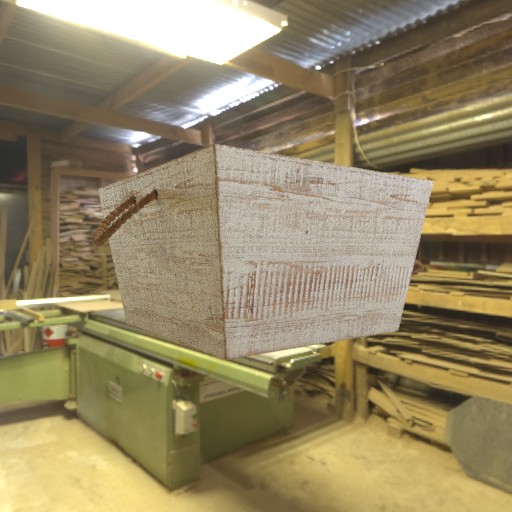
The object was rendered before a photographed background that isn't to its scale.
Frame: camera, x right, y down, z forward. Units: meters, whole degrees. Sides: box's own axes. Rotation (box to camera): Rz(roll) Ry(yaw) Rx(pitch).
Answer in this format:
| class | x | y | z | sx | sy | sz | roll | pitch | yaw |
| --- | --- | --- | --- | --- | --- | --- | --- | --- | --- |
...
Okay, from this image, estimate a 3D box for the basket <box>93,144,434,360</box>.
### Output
| class | x | y | z | sx | sy | sz | roll | pitch | yaw |
| --- | --- | --- | --- | --- | --- | --- | --- | --- | --- |
| basket | 0.000 | 0.000 | 0.764 | 0.545 | 0.247 | 0.413 | 0 | 0 | -36 |
